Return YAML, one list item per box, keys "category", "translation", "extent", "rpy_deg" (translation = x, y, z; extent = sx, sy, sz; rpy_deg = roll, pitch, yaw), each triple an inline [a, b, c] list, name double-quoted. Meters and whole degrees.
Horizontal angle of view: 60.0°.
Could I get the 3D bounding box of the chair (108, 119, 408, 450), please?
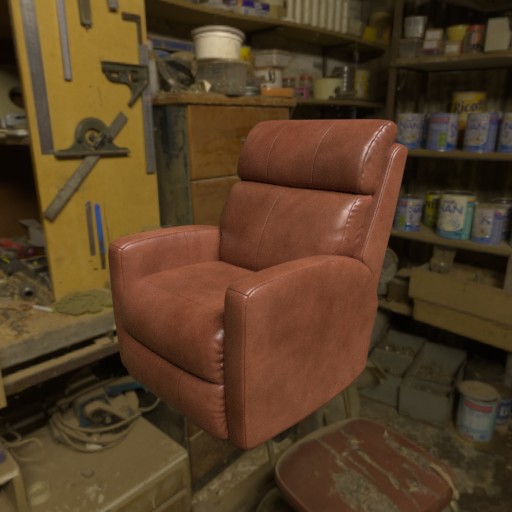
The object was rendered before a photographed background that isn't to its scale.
- category: "chair"
  translation: [0.000, 0.000, 1.720]
  extent: [0.787, 1.016, 0.939]
  rpy_deg: [16, 23, 43]
